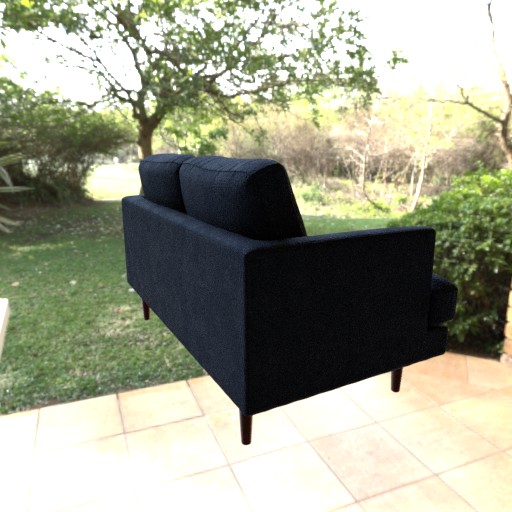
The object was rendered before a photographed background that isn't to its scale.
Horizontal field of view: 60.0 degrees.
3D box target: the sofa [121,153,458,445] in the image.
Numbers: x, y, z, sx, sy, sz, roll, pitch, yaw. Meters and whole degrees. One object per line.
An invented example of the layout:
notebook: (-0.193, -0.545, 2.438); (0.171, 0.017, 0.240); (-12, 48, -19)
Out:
sofa: (0.000, 0.000, 2.105); (0.903, 0.944, 1.582); (-7, 16, -28)
